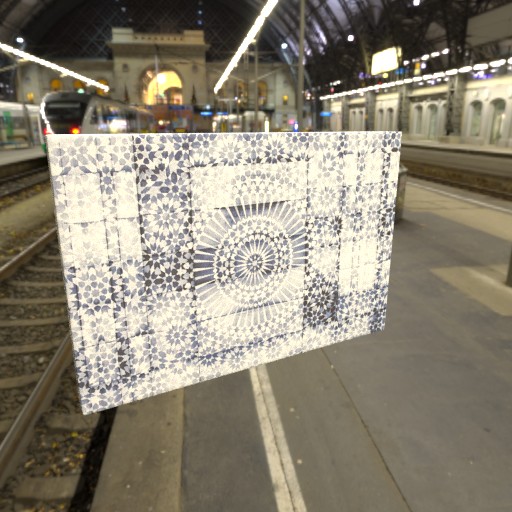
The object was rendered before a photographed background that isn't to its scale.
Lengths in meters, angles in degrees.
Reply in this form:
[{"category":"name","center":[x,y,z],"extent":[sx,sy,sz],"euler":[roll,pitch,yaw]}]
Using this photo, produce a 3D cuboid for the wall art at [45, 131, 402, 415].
[{"category":"wall art","center":[0.000,0.000,0.759],"extent":[0.608,0.406,0.030],"euler":[-9,19,-28]}]
